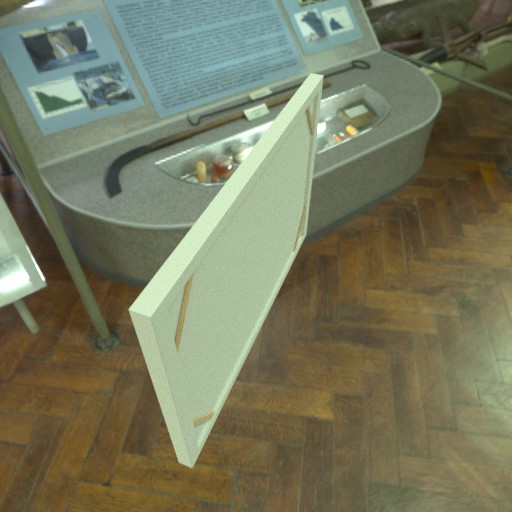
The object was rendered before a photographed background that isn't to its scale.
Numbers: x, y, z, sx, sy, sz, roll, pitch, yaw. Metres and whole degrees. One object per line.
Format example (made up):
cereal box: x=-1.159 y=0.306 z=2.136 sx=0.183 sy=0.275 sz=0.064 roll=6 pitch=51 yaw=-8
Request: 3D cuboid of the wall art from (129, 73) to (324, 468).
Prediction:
wall art: x=0.000 y=0.000 z=1.172 sx=0.038 sy=0.609 sz=0.914 roll=16 pitch=47 yaw=16
